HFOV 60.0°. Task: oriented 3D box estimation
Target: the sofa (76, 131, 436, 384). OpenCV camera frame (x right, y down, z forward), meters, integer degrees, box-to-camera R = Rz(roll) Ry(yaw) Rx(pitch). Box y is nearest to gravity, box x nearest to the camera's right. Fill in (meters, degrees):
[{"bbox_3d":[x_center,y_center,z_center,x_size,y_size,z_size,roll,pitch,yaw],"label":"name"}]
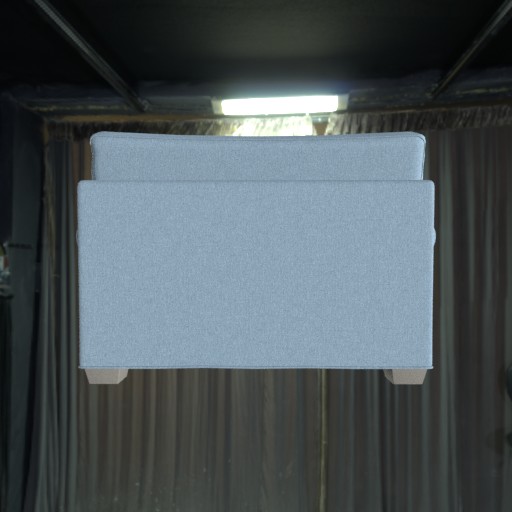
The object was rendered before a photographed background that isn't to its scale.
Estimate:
[{"bbox_3d":[0.000,0.000,2.054,1.410,0.953,0.940,0,-1,0],"label":"sofa"}]
